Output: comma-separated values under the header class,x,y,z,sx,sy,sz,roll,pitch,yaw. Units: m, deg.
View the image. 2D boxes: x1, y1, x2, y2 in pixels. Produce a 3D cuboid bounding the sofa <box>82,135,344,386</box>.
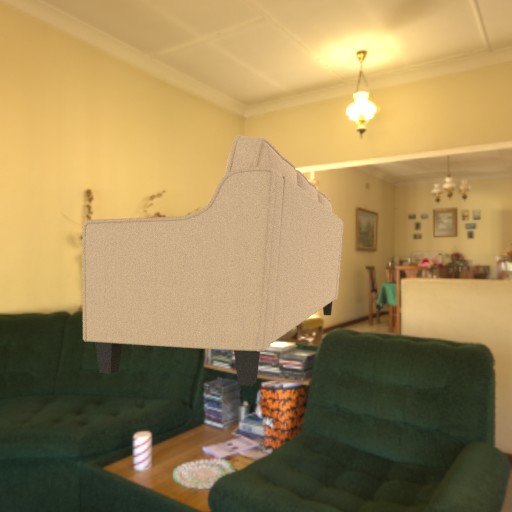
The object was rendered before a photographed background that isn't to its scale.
class,x,y,z,sx,sy,sz,roll,pitch,yaw
sofa,0.000,0.000,2.573,0.791,0.902,2.131,0,0,17
